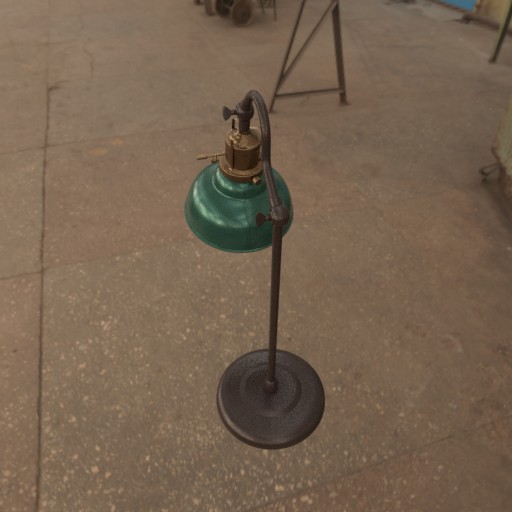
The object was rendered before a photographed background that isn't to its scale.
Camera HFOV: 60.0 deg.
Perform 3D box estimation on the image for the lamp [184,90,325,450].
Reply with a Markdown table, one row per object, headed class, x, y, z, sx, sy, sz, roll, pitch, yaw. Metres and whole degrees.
| class | x | y | z | sx | sy | sz | roll | pitch | yaw |
| --- | --- | --- | --- | --- | --- | --- | --- | --- | --- |
| lamp | 0.000 | 0.000 | 0.685 | 0.192 | 0.508 | 0.374 | -11 | 42 | -12 |
